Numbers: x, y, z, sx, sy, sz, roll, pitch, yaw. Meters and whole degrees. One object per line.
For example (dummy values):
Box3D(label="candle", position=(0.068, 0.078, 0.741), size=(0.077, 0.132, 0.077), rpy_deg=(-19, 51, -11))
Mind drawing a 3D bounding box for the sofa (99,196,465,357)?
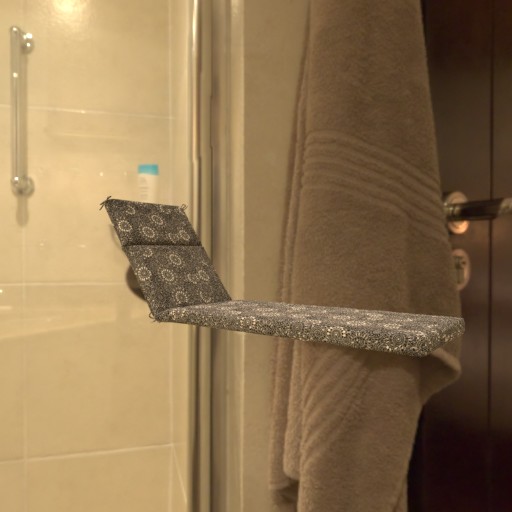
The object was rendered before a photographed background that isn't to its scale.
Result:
Box3D(label="sofa", position=(0.000, 0.000, 2.019), size=(1.663, 0.622, 0.582), rpy_deg=(0, 0, 38))
